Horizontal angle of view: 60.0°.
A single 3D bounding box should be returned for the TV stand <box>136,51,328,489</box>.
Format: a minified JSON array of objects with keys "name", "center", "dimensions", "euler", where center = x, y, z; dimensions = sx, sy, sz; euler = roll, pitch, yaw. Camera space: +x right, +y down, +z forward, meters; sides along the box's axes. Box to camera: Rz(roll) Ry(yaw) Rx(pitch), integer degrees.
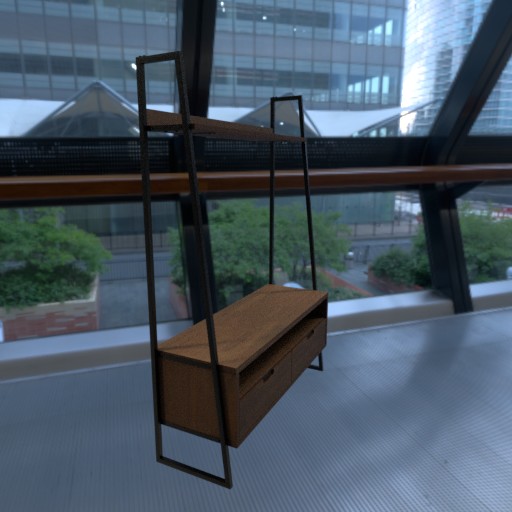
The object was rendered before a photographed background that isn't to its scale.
[{"name":"TV stand","center":[0.000,0.000,2.345],"dimensions":[0.432,1.772,1.250],"euler":[6,13,26]}]
